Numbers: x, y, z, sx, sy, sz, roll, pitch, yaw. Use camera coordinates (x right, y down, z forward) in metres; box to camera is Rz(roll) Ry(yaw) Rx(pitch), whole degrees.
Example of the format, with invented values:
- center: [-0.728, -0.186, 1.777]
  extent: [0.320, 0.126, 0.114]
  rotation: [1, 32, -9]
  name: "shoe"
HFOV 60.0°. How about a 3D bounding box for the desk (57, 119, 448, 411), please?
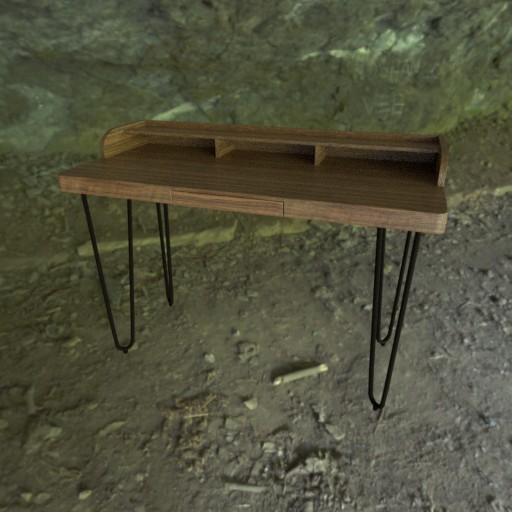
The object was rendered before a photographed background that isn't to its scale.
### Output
- center: [0.000, 0.000, 1.657]
  extent: [1.200, 0.854, 0.565]
  rotation: [8, 27, 16]
  name: "desk"
